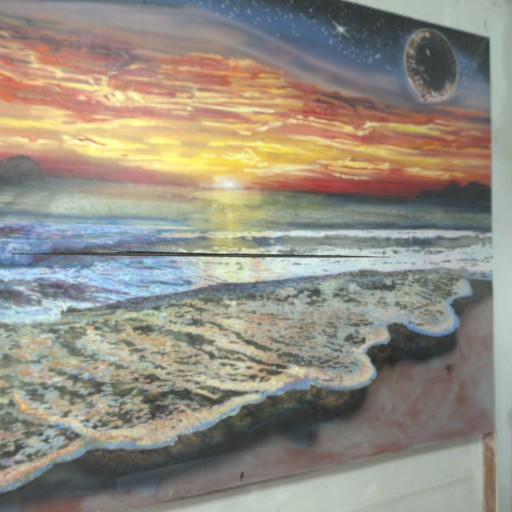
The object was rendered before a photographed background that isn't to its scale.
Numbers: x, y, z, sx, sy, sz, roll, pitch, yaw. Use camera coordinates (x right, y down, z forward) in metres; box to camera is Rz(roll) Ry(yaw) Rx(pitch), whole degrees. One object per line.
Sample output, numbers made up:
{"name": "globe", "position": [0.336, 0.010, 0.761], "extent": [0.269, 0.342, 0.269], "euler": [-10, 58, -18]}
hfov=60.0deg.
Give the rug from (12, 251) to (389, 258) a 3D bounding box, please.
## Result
{"name": "rug", "position": [0.000, 0.000, 2.607], "extent": [0.760, 0.012, 2.434], "euler": [0, -1, 36]}
